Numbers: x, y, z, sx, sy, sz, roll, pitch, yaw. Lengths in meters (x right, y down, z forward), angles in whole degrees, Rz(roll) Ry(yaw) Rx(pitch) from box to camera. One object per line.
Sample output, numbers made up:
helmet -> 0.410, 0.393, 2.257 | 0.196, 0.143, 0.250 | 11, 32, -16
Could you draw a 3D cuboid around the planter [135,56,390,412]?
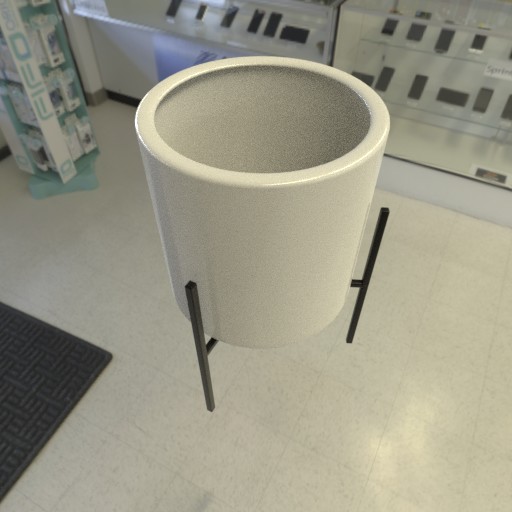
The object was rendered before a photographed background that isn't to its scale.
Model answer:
planter -> 0.000, 0.000, 0.506 | 0.239, 0.356, 0.239 | 23, 51, 21
